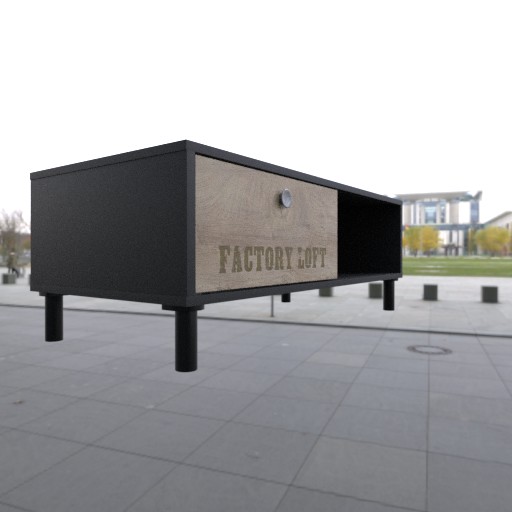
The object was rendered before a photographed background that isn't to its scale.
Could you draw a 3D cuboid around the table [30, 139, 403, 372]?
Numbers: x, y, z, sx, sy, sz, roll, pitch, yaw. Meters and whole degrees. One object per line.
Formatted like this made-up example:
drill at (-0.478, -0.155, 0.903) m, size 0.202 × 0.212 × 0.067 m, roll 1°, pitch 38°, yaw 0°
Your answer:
table at (0.000, 0.000, 1.341) m, size 0.550 × 0.400 × 1.100 m, roll 0°, pitch 1°, yaw 37°
